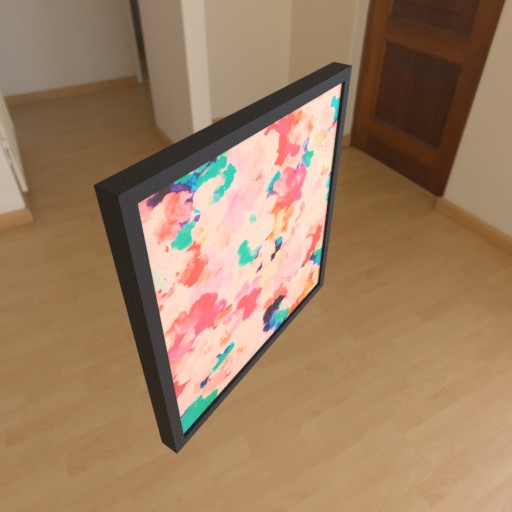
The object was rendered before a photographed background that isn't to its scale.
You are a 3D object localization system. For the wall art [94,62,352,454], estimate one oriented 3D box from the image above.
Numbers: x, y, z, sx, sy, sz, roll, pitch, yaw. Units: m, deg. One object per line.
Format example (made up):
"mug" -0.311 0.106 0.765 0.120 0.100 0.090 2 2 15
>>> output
"wall art" 0.000 0.000 0.750 0.036 0.503 0.506 24 45 27
